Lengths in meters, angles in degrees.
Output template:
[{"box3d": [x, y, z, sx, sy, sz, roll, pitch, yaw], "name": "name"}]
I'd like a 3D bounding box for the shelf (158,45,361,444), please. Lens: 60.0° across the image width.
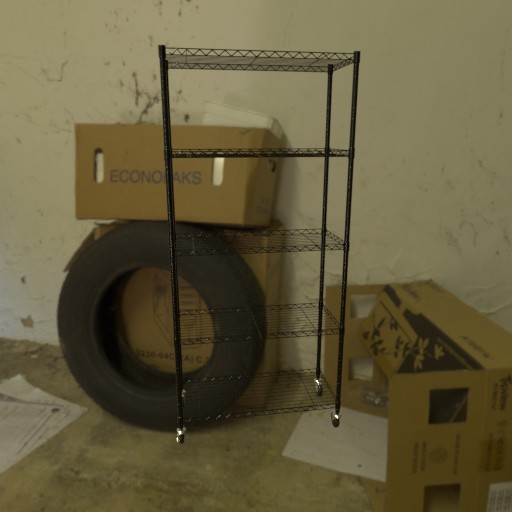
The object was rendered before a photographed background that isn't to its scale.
[{"box3d": [0.000, 0.000, 1.974, 0.762, 1.645, 0.356, -2, 15, -9], "name": "shelf"}]
